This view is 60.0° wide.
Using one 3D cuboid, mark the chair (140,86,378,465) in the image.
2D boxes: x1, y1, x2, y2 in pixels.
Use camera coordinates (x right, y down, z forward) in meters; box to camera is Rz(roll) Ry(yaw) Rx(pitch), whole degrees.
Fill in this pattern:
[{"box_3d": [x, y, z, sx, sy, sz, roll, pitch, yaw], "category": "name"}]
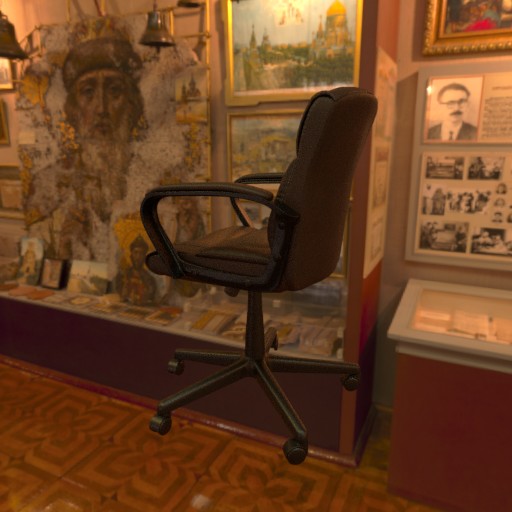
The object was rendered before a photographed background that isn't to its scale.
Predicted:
[{"box_3d": [0.000, 0.000, 1.465, 0.717, 1.004, 0.739, 7, 16, 26], "category": "chair"}]
